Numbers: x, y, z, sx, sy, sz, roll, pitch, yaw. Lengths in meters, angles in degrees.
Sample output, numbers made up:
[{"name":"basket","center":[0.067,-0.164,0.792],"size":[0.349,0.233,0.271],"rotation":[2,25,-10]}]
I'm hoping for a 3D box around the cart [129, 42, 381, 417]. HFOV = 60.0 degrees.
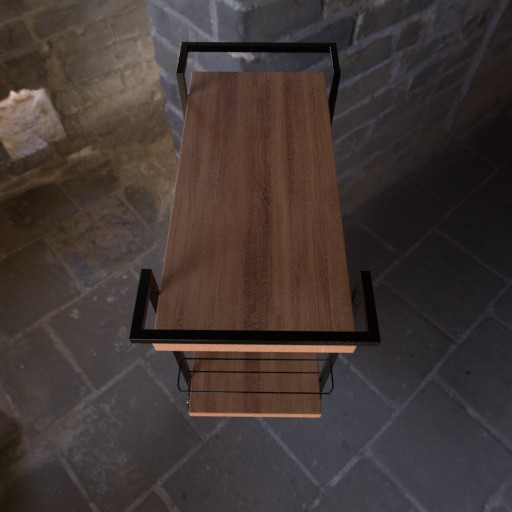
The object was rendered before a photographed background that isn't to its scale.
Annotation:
[{"name":"cart","center":[0.000,0.000,1.232],"size":[0.406,0.762,0.806],"rotation":[1,57,0]}]
